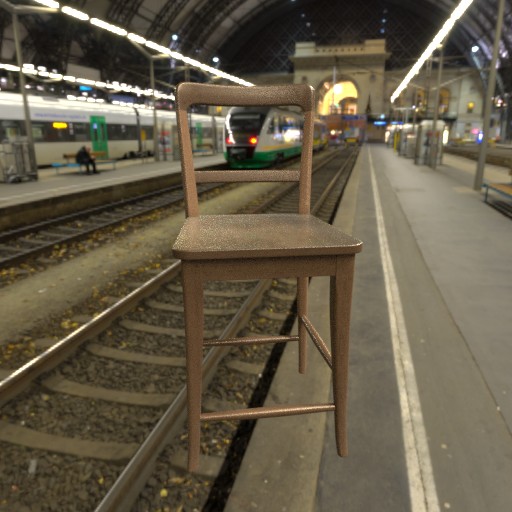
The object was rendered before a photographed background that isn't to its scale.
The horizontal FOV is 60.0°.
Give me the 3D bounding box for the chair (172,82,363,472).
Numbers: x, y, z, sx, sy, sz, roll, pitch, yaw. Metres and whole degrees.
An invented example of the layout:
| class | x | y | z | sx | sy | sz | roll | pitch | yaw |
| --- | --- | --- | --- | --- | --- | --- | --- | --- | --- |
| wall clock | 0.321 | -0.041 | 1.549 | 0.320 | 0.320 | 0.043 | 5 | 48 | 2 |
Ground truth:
| class | x | y | z | sx | sy | sz | roll | pitch | yaw |
| --- | --- | --- | --- | --- | --- | --- | --- | --- | --- |
| chair | 0.000 | 0.000 | 1.287 | 0.450 | 0.991 | 0.546 | -2 | 15 | -8 |
